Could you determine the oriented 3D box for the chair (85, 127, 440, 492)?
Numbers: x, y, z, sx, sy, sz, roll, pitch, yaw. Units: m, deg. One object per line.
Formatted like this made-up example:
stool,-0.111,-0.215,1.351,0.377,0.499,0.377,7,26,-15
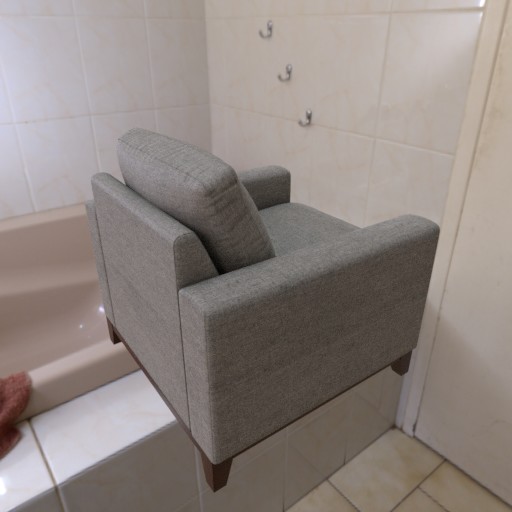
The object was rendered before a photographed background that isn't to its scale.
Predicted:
chair,0.000,0.000,1.829,1.038,1.010,1.024,-18,32,-31
